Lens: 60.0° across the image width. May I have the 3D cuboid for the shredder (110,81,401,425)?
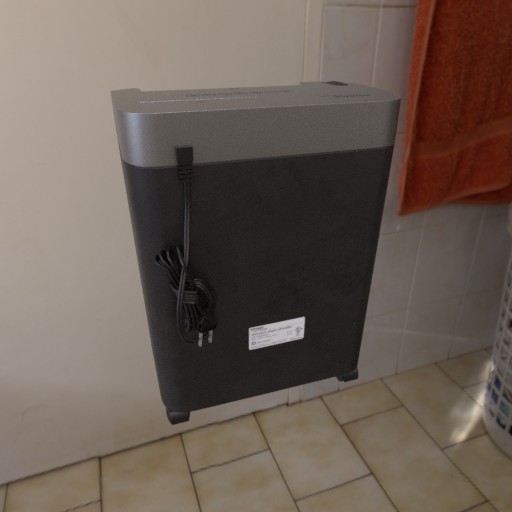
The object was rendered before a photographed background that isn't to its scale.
[{"bbox_3d":[0.000,0.000,0.596,0.311,0.419,0.237,-9,29,-16],"label":"shredder"}]
